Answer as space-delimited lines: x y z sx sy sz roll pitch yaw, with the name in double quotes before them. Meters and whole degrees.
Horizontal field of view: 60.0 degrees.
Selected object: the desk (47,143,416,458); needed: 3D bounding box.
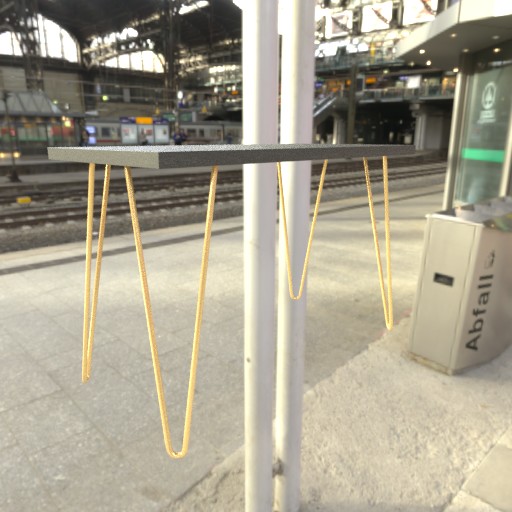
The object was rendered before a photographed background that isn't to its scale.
"desk" 0.000 0.000 1.372 0.499 0.660 0.991 14 21 43
